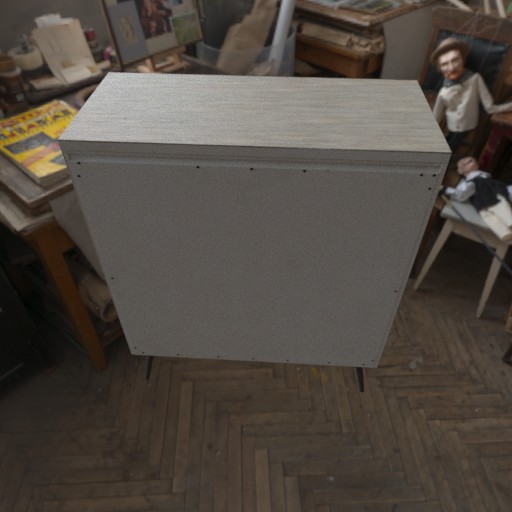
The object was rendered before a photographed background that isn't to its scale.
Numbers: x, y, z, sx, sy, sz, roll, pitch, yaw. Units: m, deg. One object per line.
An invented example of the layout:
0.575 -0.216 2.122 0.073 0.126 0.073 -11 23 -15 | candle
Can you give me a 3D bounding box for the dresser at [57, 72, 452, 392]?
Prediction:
0.000 0.000 1.721 1.016 1.219 0.457 3 44 3 | dresser
